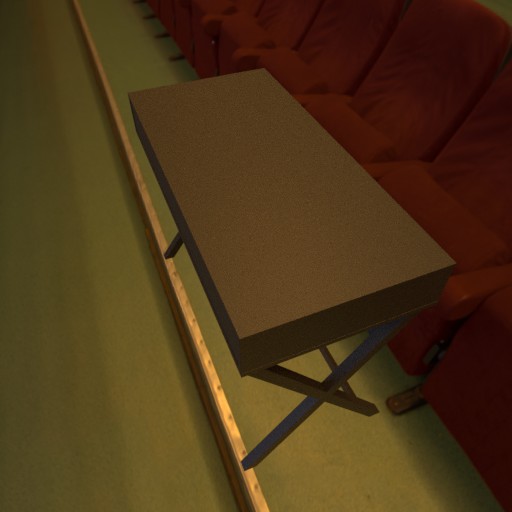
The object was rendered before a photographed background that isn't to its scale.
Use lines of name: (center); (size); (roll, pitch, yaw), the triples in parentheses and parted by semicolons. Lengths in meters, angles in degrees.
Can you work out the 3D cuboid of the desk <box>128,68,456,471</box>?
desk: (0.000, 0.000, 1.513); (0.504, 0.780, 1.057); (-17, 49, -15)
